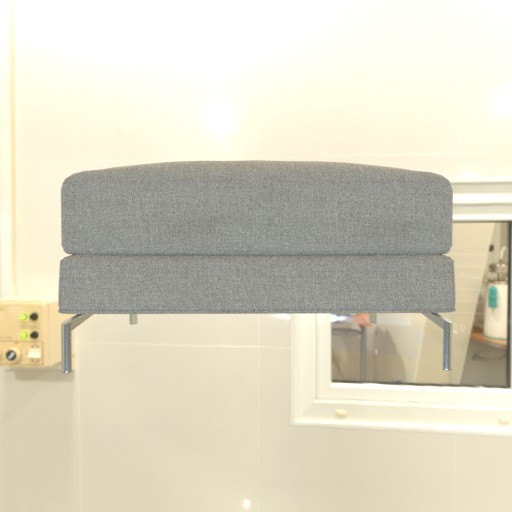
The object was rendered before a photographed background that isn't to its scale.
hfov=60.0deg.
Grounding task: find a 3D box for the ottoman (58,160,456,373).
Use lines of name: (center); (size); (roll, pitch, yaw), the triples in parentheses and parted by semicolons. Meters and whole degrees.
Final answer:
ottoman: (0.000, 0.000, 1.180); (0.838, 0.457, 0.584); (0, 2, -1)
